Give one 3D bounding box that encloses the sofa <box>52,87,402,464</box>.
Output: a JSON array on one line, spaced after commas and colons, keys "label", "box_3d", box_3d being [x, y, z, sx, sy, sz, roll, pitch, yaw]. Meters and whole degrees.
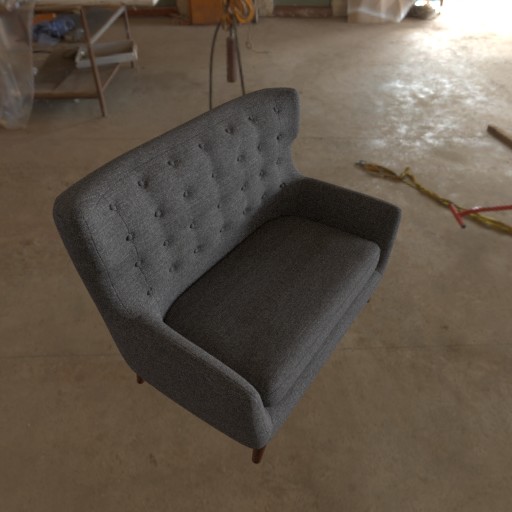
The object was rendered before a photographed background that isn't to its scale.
[{"label": "sofa", "box_3d": [0.000, 0.000, 1.972, 0.874, 1.028, 1.358, 24, 45, 26]}]
